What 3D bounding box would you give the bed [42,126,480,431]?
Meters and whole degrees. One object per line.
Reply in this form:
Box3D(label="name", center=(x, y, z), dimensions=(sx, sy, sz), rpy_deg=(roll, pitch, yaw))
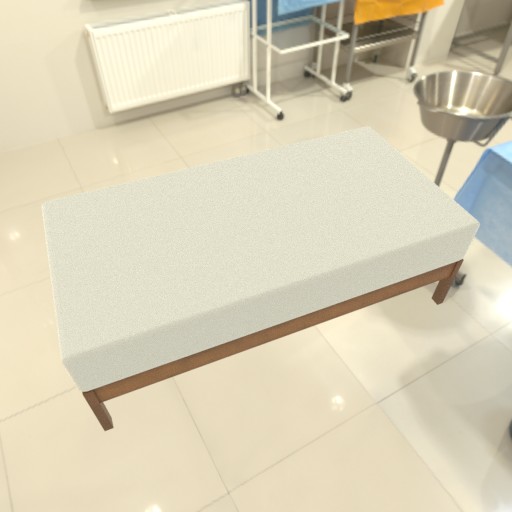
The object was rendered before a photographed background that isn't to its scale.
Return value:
Box3D(label="bed", center=(0.000, 0.000, 2.343), dimensions=(1.902, 0.616, 0.961), rpy_deg=(-17, 49, -15))
